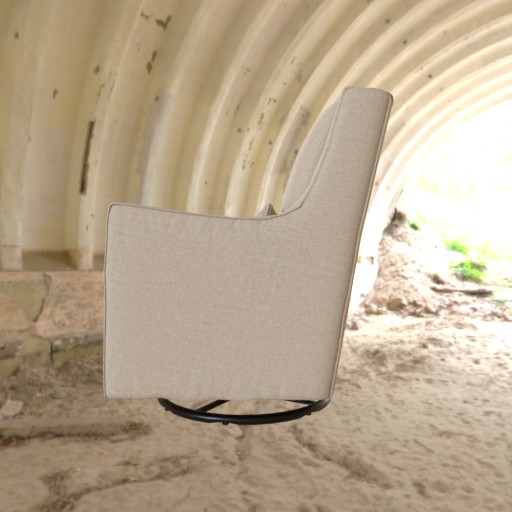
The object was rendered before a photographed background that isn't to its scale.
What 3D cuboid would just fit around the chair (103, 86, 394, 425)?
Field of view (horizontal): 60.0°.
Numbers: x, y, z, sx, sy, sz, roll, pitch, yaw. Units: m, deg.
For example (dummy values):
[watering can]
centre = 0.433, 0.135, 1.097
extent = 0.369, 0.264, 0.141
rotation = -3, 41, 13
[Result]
[chair]
centre = 0.000, 0.000, 1.589
extent = 0.879, 0.993, 0.732
rotation = 0, -1, 1
